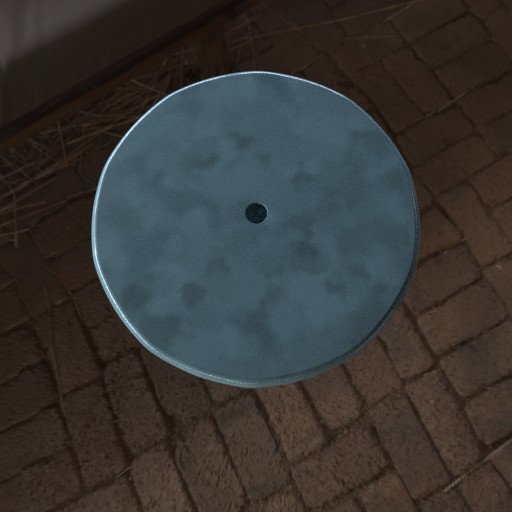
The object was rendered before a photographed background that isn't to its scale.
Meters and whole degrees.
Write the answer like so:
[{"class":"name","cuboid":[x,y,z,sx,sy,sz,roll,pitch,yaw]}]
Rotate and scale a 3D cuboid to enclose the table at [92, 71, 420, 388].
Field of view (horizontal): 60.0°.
[{"class":"table","cuboid":[0.000,0.000,0.649,0.352,0.387,0.352,0,77,0]}]
